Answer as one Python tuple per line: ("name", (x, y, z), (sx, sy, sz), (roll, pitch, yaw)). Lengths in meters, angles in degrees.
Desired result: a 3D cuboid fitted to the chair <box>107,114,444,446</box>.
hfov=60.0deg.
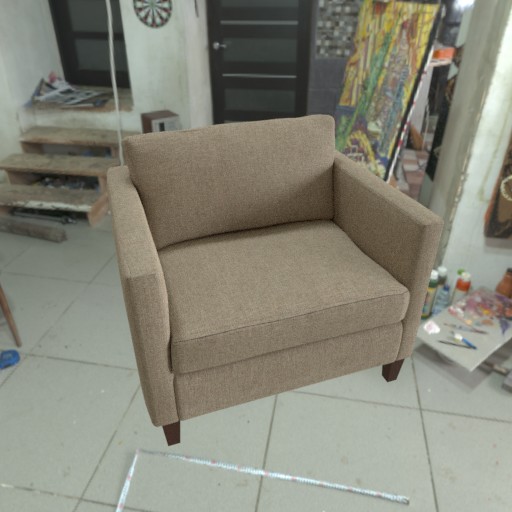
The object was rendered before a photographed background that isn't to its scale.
("chair", (0.000, 0.000, 1.879), (1.107, 0.987, 0.959), (-10, 33, -16))
